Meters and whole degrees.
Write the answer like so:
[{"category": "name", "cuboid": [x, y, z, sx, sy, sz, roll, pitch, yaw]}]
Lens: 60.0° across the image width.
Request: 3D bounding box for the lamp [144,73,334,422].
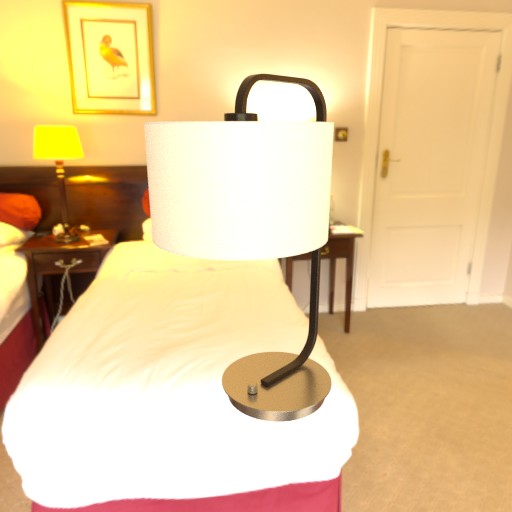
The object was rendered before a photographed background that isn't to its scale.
[{"category": "lamp", "cuboid": [0.000, 0.000, 0.618, 0.230, 0.473, 0.288, 15, 22, 42]}]
